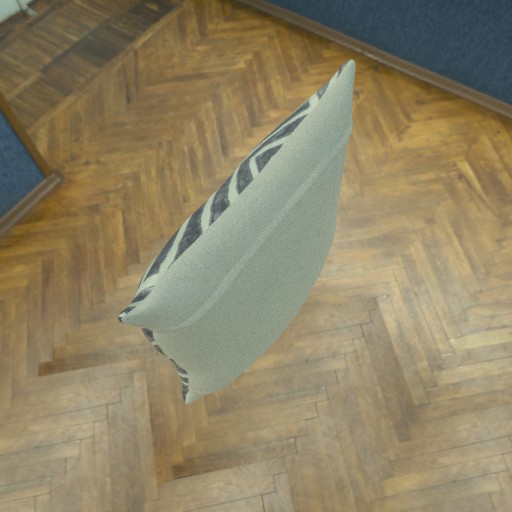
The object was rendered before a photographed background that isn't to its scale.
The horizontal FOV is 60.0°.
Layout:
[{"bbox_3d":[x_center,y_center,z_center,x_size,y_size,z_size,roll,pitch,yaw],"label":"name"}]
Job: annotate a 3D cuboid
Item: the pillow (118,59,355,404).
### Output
[{"bbox_3d":[0.000,0.000,0.678,0.182,0.441,0.440,33,67,16],"label":"pillow"}]
